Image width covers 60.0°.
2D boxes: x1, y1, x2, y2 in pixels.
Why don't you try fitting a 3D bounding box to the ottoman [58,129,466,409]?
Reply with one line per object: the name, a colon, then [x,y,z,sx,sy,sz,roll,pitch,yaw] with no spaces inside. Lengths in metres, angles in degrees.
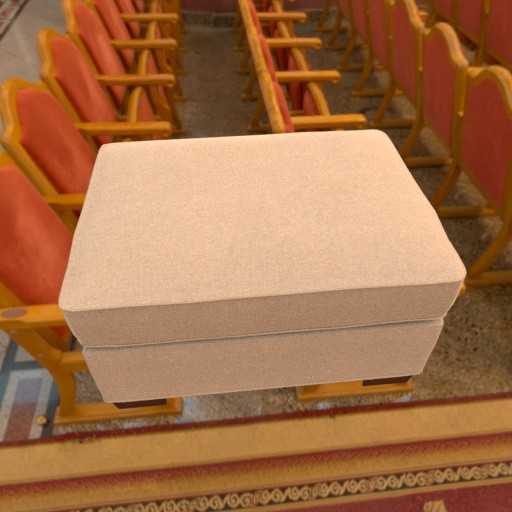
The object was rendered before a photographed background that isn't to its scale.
ottoman: [0.000,0.000,1.234,0.846,0.503,0.617,-4,46,-4]
